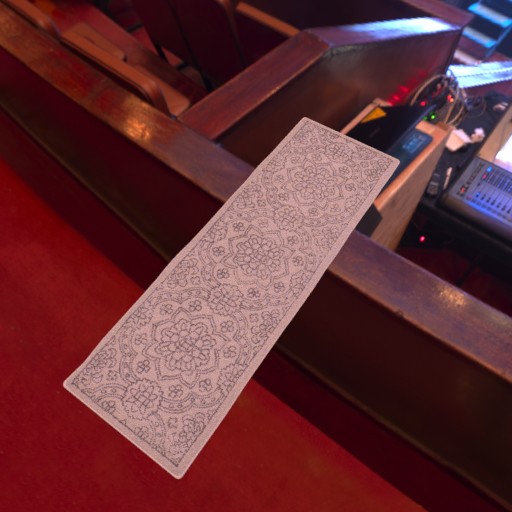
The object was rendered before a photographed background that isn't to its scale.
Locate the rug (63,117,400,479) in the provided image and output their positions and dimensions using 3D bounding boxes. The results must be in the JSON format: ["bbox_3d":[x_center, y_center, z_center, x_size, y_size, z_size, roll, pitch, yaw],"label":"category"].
[{"bbox_3d":[0.000,0.000,2.703,0.806,0.006,2.431,30,64,17],"label":"rug"}]
